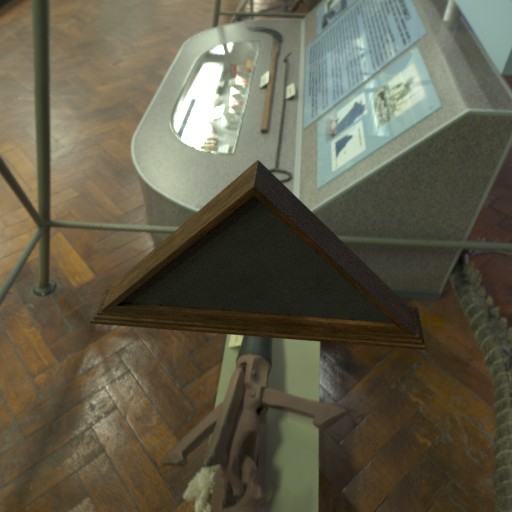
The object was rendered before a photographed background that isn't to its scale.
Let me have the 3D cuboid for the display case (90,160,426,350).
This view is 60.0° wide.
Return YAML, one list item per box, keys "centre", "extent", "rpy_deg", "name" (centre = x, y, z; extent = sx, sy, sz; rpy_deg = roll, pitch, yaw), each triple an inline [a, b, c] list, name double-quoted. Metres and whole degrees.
- centre: [0.000, 0.000, 0.755]
  extent: [0.640, 0.340, 0.095]
  rpy_deg: [4, 46, 4]
  name: "display case"
